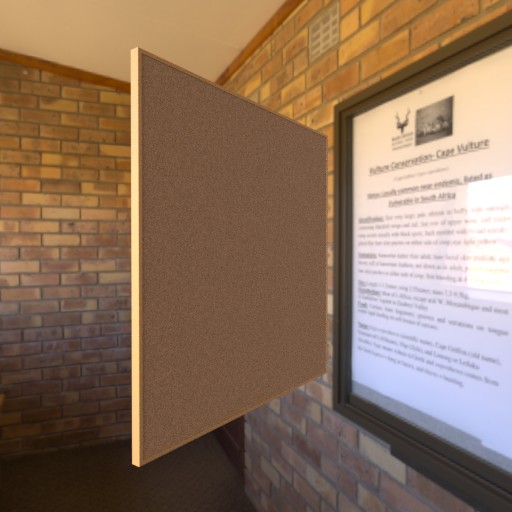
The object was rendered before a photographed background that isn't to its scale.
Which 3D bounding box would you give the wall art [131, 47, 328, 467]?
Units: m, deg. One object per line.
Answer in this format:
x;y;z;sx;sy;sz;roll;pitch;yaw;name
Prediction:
0.000;0.000;0.670;0.013;0.455;0.457;1;1;35;wall art
